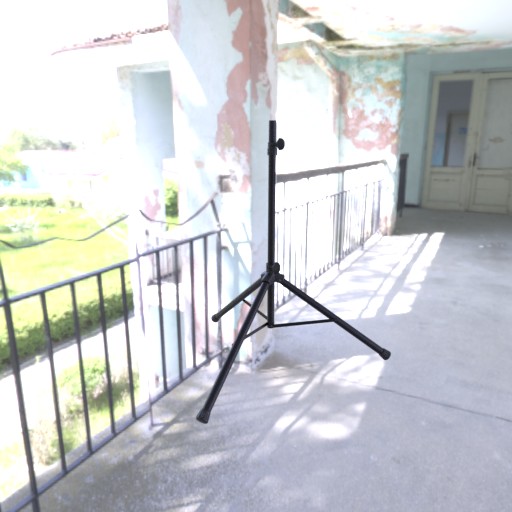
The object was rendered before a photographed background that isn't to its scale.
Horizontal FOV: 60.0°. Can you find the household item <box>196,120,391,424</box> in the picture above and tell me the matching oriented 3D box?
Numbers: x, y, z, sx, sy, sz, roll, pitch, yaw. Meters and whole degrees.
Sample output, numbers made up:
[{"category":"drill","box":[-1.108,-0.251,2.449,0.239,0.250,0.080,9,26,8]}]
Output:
[{"category":"household item","box":[0.000,0.000,1.927,1.045,1.136,0.907,8,17,28]}]
